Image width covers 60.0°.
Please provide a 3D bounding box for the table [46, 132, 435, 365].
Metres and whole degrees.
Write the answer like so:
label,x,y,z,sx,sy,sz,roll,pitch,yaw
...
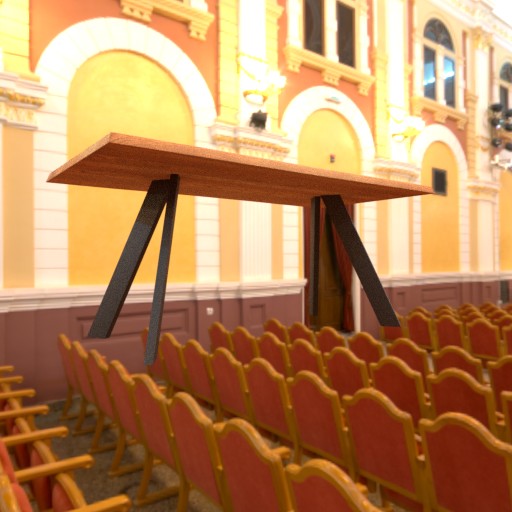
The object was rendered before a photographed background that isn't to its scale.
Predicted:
label,x,y,z,sx,sy,sz,roll,pitch,yaw
table,0.000,0.000,2.263,1.800,0.770,0.900,0,0,-37
